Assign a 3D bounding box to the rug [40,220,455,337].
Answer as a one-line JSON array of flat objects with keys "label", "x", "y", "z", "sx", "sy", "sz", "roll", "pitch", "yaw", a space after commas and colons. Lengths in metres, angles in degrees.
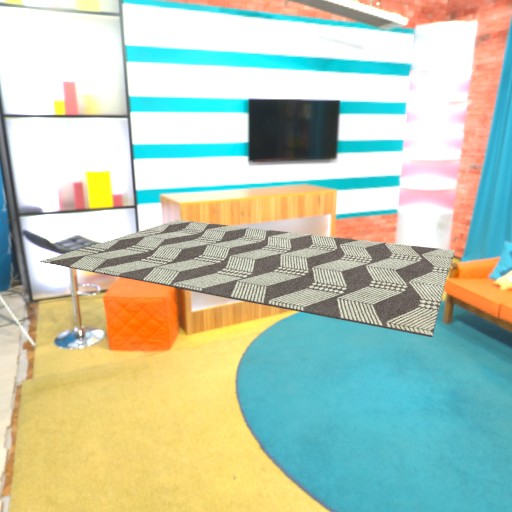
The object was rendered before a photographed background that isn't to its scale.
[{"label": "rug", "x": 0.000, "y": 0.000, "z": 3.049, "sx": 2.435, "sy": 0.011, "sz": 1.517, "roll": 8, "pitch": 18, "yaw": 26}]
